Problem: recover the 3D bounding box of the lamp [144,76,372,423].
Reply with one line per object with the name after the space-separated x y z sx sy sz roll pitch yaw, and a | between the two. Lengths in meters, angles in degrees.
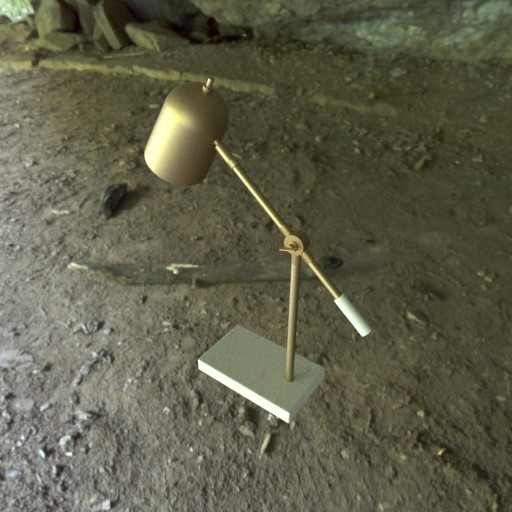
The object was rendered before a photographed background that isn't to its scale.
0.000 0.000 0.816 0.471 0.603 0.144 22 39 30 | lamp
